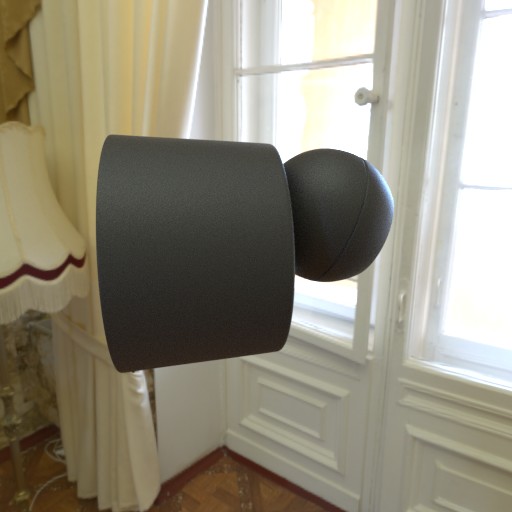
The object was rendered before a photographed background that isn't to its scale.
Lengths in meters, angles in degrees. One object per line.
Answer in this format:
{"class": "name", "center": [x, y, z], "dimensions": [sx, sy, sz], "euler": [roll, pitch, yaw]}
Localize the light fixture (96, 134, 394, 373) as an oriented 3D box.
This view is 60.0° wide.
{"class": "light fixture", "center": [0.000, 0.000, 0.270], "dimensions": [0.160, 0.143, 0.134], "euler": [-2, 16, -9]}
